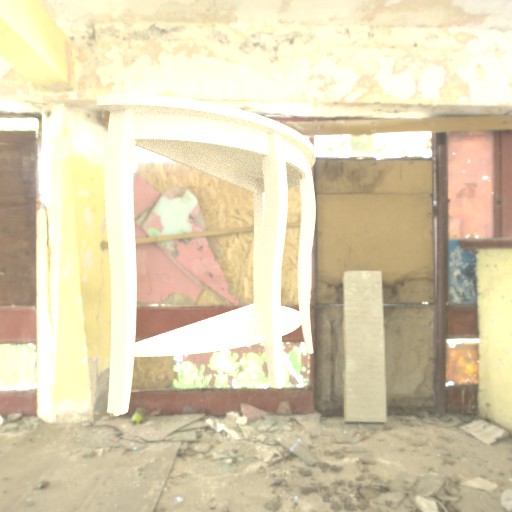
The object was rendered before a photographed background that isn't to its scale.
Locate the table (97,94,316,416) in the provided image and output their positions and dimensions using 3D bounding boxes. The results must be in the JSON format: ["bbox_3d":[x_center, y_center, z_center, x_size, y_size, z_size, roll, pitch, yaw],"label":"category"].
[{"bbox_3d":[0.000,0.000,1.582,0.394,0.780,1.219,0,0,19],"label":"table"}]
